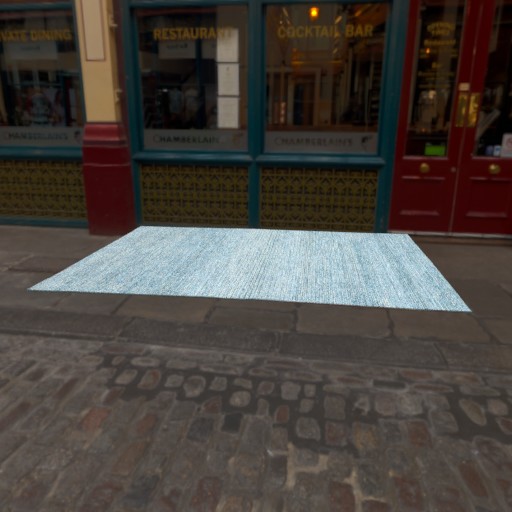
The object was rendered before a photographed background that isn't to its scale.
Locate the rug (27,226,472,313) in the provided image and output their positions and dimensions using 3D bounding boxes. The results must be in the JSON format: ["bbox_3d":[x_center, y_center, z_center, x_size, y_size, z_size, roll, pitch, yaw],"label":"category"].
[{"bbox_3d":[0.000,0.000,2.966,2.260,0.026,1.611,2,16,8],"label":"rug"}]
